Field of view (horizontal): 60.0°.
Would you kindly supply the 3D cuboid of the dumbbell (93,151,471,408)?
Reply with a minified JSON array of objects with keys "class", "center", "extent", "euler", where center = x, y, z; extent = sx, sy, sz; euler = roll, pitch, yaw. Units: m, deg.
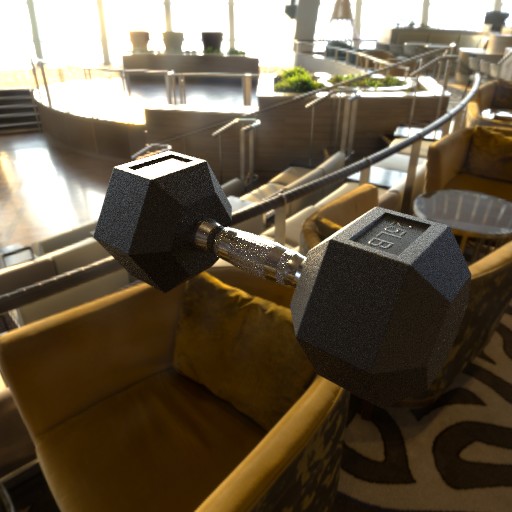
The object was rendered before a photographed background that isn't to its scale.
[{"class":"dumbbell","center":[0.000,0.000,0.367],"extent":[0.315,0.113,0.129],"euler":[22,36,33]}]
